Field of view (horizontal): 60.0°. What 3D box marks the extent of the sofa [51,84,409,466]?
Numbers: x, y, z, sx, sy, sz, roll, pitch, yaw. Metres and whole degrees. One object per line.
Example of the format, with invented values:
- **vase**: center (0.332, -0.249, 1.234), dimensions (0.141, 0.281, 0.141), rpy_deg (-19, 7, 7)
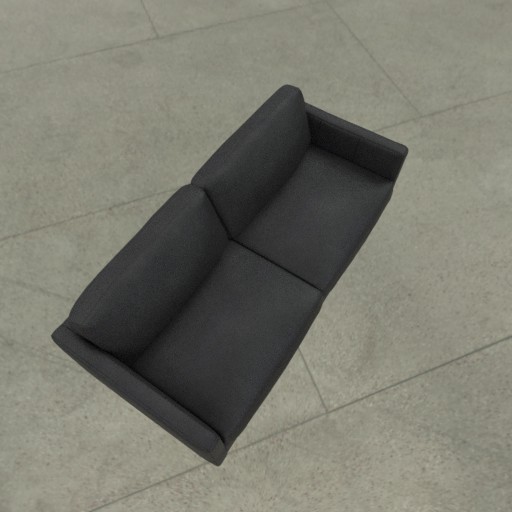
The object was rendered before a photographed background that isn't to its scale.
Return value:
- **sofa**: center (0.000, 0.000, 2.463), dimensions (0.933, 0.863, 1.971), rpy_deg (30, 64, 16)
